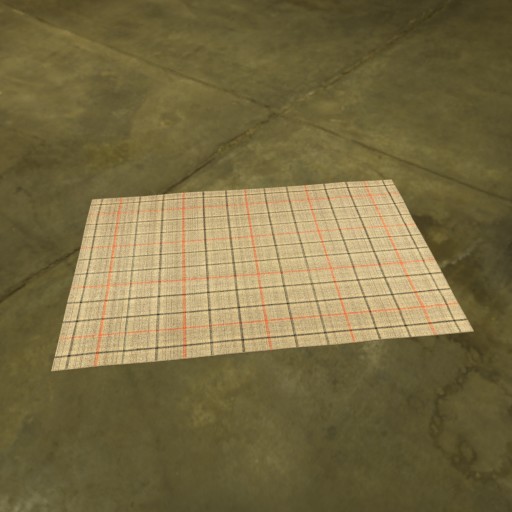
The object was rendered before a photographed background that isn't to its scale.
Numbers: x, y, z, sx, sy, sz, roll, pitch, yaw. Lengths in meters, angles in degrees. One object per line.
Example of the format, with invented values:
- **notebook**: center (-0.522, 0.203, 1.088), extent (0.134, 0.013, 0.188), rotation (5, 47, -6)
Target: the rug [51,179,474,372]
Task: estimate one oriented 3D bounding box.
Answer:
- **rug**: center (0.000, 0.000, 3.066), extent (2.439, 0.015, 1.524), rotation (-4, 46, -4)
